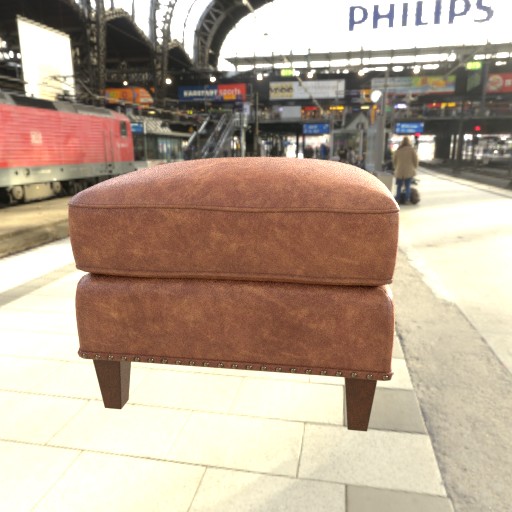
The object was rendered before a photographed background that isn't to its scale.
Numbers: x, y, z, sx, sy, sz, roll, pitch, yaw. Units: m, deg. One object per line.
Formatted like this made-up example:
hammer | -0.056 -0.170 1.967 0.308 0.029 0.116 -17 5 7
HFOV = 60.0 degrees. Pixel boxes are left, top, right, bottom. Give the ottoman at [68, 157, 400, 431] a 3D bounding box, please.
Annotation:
ottoman | 0.000 0.000 1.116 0.586 0.486 0.742 2 14 8
